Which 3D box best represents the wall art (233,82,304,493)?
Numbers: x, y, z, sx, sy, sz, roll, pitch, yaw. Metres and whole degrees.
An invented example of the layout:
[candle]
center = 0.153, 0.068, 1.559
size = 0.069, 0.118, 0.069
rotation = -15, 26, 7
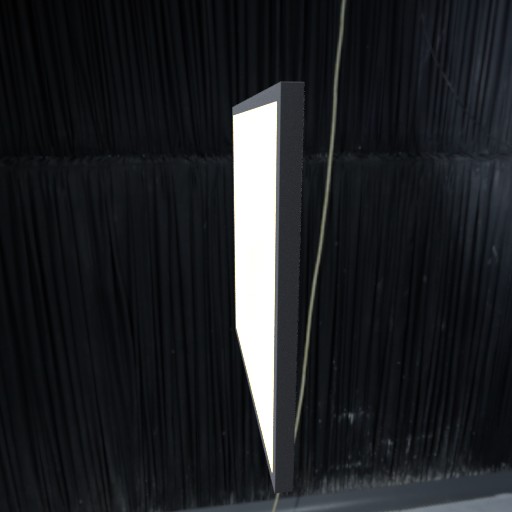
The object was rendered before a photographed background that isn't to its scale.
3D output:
[wall art]
center = 0.000, 0.000, 1.137
size = 0.037, 0.760, 0.762
rotation = -2, 16, -8
